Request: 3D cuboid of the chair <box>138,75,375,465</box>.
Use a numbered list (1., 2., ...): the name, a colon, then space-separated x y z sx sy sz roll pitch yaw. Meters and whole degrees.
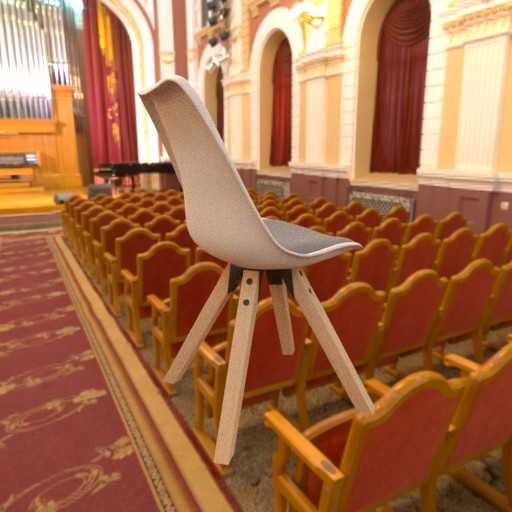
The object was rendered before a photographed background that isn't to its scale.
1. chair: 0.000 0.000 1.198 0.550 0.850 0.485 -7 15 -27
